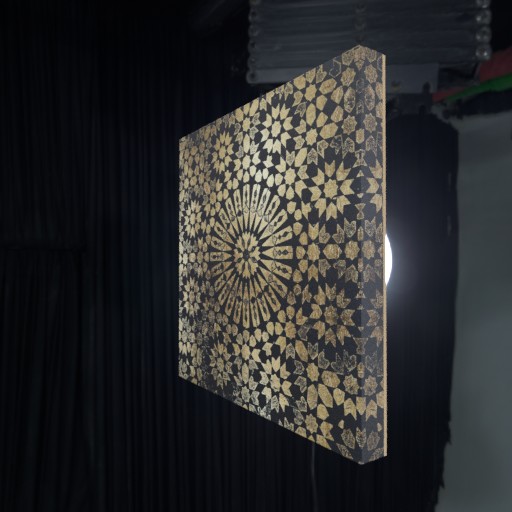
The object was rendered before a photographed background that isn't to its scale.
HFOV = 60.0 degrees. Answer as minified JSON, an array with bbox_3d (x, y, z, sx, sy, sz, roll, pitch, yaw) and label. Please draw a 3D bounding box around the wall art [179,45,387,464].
[{"bbox_3d":[0.000,0.000,0.603,0.038,0.405,0.405,1,-1,-35],"label":"wall art"}]
